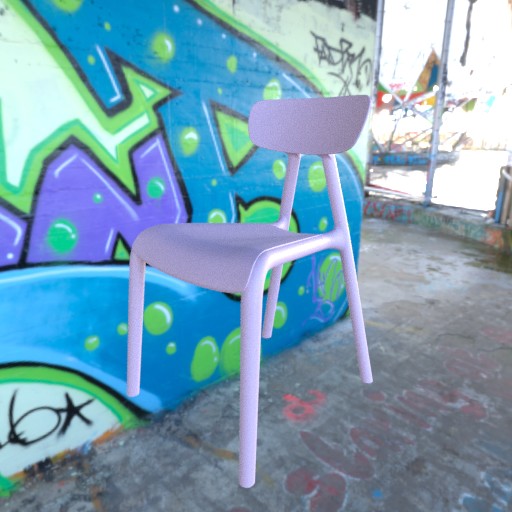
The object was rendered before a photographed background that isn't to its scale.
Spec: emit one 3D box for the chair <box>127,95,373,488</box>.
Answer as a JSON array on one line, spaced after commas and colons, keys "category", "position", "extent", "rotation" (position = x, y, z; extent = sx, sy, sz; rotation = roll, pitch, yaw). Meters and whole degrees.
[{"category": "chair", "position": [0.000, 0.000, 0.839], "extent": [0.356, 0.580, 0.401], "rotation": [16, 23, 42]}]
